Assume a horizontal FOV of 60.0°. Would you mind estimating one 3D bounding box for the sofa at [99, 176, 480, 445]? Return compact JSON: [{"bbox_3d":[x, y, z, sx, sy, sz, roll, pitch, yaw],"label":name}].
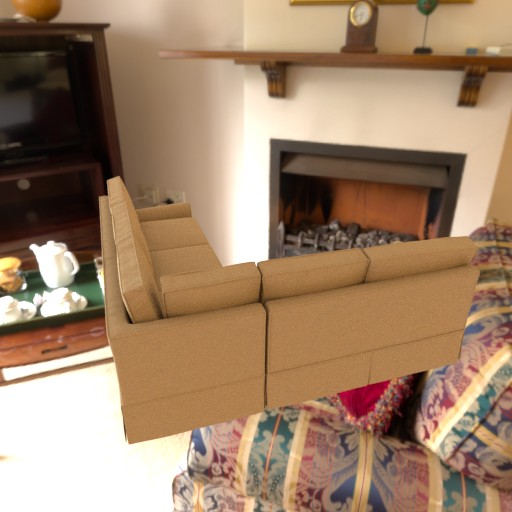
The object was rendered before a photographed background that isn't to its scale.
[{"bbox_3d":[0.000,0.000,4.222,2.730,1.124,2.733,-8,28,-16],"label":"sofa"}]
